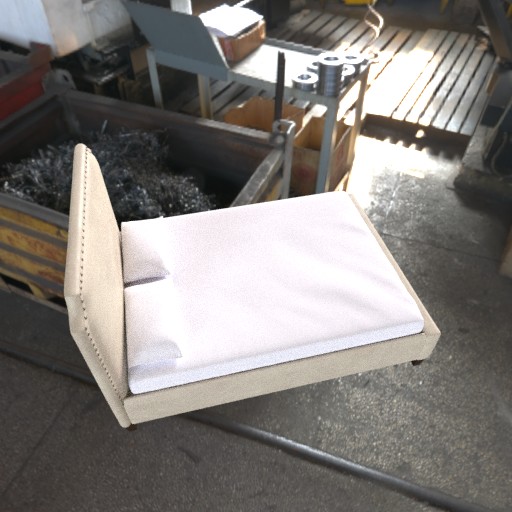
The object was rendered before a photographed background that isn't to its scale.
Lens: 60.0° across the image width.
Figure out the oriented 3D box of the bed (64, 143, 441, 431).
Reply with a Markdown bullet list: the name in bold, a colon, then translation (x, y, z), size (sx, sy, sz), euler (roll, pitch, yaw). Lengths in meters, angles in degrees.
- **bed**: translation (0.000, 0.000, 3.388), size (2.372, 1.443, 1.712), euler (-10, 47, -9)
